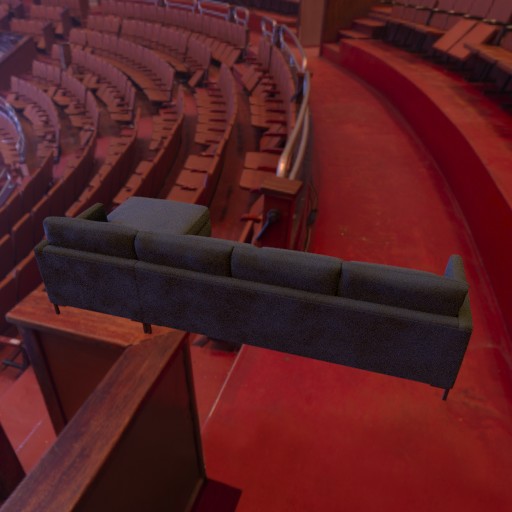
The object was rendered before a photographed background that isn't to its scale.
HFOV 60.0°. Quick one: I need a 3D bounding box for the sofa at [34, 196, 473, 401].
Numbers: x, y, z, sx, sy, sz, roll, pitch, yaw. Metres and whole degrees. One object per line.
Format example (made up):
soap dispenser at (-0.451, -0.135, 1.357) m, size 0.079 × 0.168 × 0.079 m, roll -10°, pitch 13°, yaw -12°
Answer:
sofa at (0.000, 0.000, 3.160) m, size 2.725 × 0.756 × 1.255 m, roll 9°, pitch 33°, yaw 14°
